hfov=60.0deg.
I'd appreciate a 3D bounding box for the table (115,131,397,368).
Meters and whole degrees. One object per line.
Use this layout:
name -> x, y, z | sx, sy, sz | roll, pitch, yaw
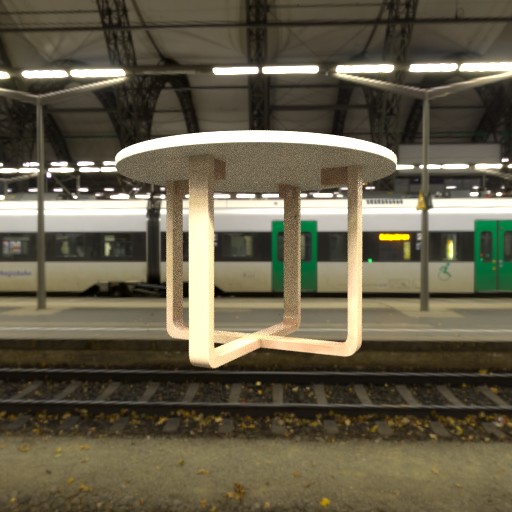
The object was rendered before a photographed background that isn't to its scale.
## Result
table -> 0.000, 0.000, 0.993 | 0.600, 0.400, 0.600 | 0, 1, 0
